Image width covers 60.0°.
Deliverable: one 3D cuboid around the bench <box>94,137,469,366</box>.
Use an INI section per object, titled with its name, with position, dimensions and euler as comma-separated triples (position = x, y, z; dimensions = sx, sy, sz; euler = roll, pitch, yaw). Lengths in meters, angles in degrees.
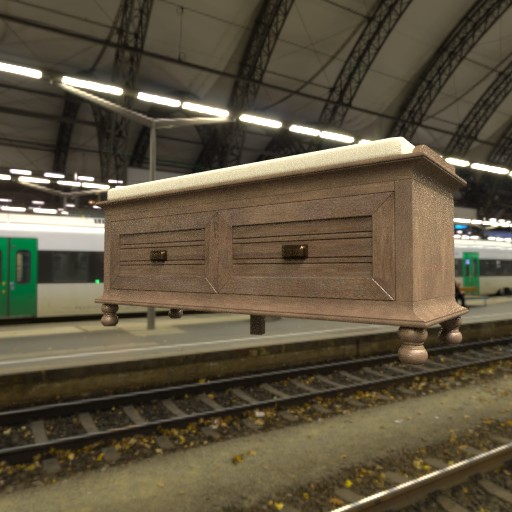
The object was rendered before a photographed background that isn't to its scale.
[bench]
position = 0.000, 0.000, 1.438
dimensions = 1.185, 0.501, 0.402
euler = -1, -2, 37
